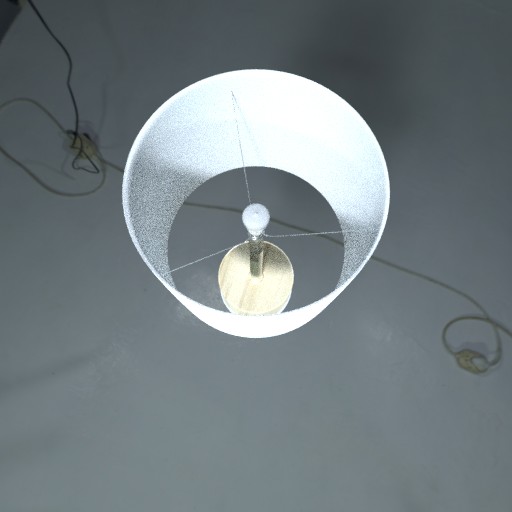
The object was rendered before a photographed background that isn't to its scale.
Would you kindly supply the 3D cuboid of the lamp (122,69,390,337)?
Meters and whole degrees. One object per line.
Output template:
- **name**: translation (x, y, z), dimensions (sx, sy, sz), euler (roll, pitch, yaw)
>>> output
- **lamp**: translation (0.000, 0.000, 0.603), dimensions (0.229, 0.470, 0.229), euler (17, 75, 5)
